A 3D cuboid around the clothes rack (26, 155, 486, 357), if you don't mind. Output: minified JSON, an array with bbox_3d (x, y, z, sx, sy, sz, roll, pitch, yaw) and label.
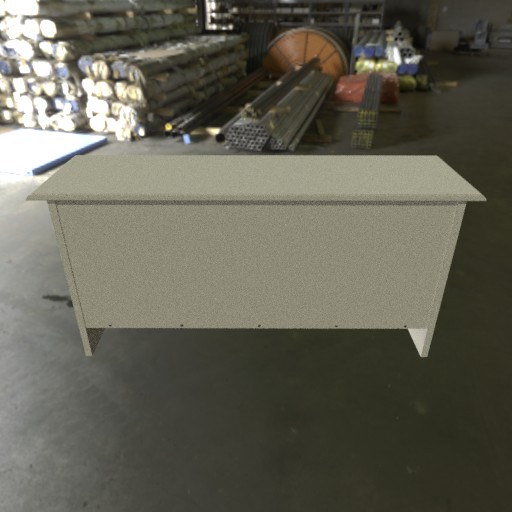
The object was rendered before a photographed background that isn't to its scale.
[{"bbox_3d":[0.000,0.000,1.343,1.120,0.531,0.324,0,30,0],"label":"clothes rack"}]
